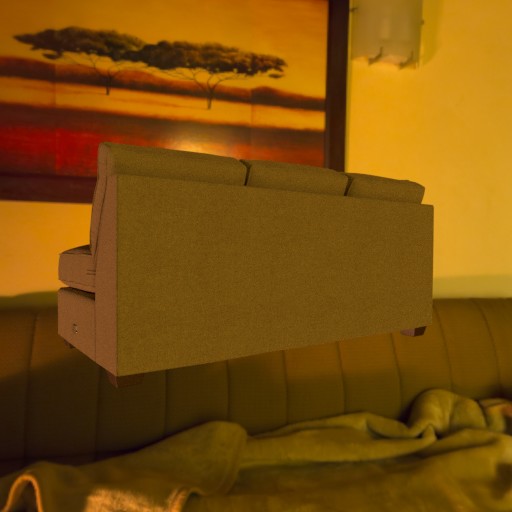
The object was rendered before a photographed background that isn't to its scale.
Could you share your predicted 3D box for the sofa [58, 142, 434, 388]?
[{"bbox_3d":[0.000,0.000,2.728,2.092,1.036,1.127,-1,1,-35],"label":"sofa"}]
